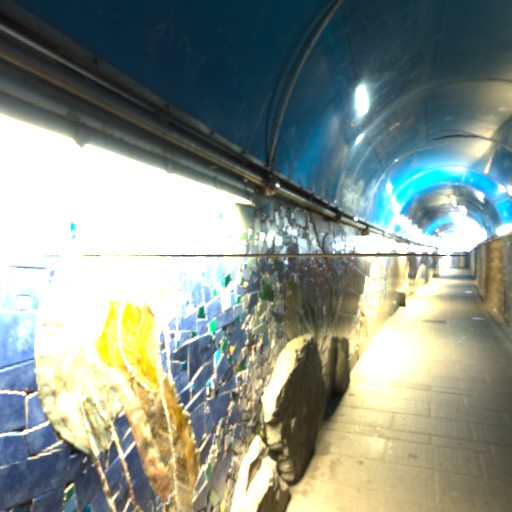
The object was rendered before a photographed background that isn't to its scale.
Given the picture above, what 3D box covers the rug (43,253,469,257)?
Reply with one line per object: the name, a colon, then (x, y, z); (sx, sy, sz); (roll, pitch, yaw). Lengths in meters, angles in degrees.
rug: (0.000, 0.000, 2.840); (2.284, 0.008, 1.522); (0, 0, 34)
